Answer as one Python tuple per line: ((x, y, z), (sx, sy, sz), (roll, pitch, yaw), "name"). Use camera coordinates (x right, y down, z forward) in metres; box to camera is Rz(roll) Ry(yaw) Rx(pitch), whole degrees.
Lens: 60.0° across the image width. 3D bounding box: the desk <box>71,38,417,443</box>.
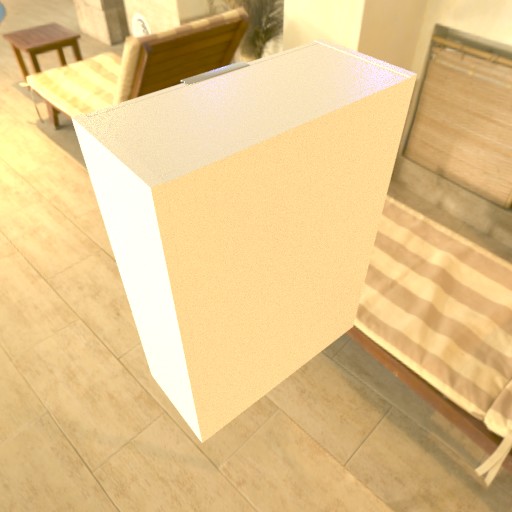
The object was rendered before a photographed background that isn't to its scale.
((0.000, 0.000, 1.571), (0.850, 1.190, 0.390), (-30, 52, -27), "desk")
